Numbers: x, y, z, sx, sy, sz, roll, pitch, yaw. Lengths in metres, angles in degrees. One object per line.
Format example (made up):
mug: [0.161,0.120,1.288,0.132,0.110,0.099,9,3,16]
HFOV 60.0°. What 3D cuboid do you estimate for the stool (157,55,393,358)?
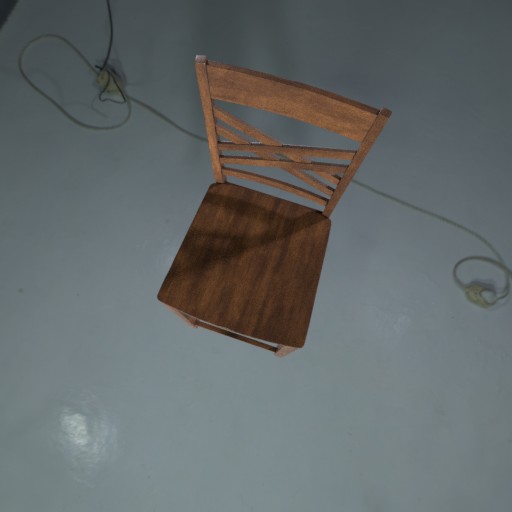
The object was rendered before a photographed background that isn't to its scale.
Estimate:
stool: [0.000,0.000,1.387,0.426,1.098,0.504,18,76,5]
